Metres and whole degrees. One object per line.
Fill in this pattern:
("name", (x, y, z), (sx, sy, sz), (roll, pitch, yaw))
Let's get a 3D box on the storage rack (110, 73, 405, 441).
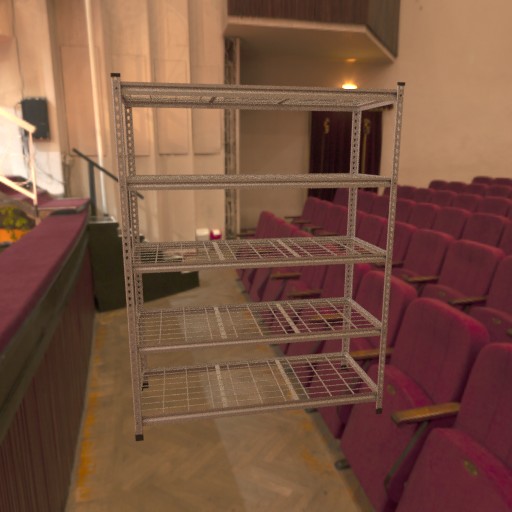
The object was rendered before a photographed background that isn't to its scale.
("storage rack", (0.000, 0.000, 2.749), (1.524, 1.981, 0.610), (-2, 13, -10))
